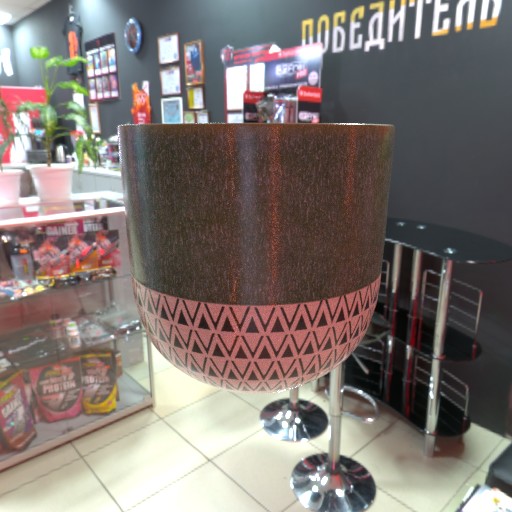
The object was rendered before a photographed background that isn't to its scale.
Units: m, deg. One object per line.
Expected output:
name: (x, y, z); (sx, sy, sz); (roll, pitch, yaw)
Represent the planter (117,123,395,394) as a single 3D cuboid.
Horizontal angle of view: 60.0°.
planter: (0.000, 0.000, 0.478); (0.266, 0.270, 0.266); (0, 16, 0)
